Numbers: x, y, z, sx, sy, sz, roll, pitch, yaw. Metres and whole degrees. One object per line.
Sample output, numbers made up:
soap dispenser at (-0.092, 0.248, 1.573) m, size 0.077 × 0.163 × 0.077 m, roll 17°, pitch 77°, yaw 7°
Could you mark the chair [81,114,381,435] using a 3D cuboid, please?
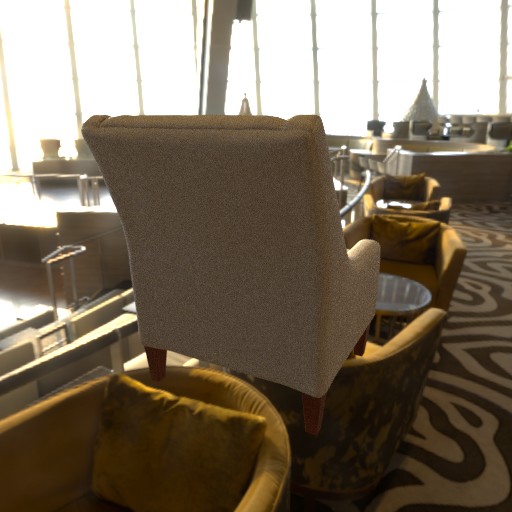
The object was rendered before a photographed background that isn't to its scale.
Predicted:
chair at (0.000, 0.000, 1.668) m, size 0.774 × 1.014 × 0.870 m, roll 9°, pitch 20°, yaw 26°
